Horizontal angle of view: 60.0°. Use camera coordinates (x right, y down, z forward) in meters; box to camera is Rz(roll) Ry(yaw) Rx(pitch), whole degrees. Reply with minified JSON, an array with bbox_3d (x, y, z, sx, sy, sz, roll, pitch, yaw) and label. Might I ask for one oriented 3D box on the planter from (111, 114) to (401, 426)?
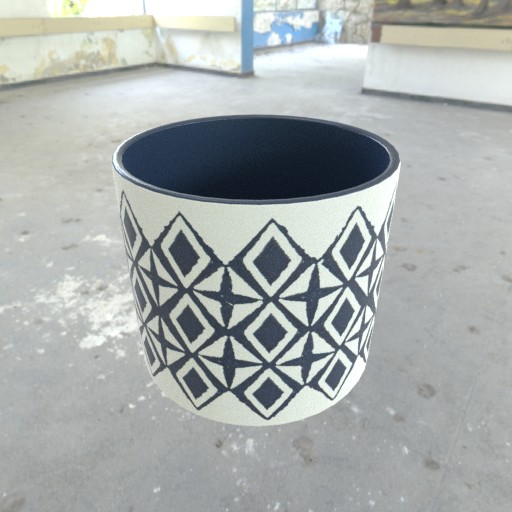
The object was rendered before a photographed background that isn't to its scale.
[{"bbox_3d":[0.000,0.000,0.405,0.224,0.203,0.224,0,31,0],"label":"planter"}]
